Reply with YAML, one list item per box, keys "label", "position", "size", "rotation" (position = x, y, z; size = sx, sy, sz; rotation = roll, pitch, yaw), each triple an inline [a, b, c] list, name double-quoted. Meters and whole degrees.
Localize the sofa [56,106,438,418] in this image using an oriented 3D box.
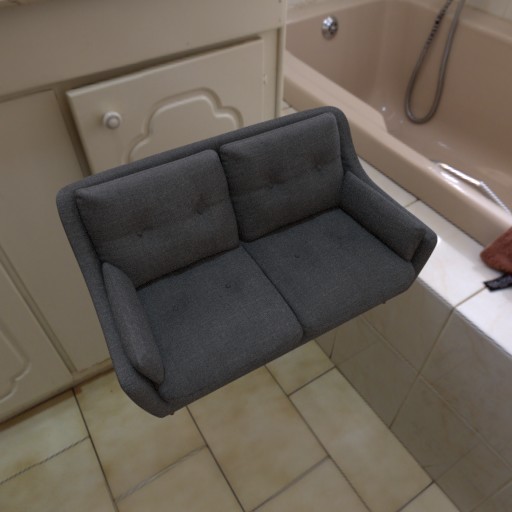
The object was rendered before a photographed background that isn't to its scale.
- label: "sofa"
  position: [0.000, 0.000, 2.256]
  size: [1.646, 0.887, 0.976]
  rotation: [-23, 51, -20]
